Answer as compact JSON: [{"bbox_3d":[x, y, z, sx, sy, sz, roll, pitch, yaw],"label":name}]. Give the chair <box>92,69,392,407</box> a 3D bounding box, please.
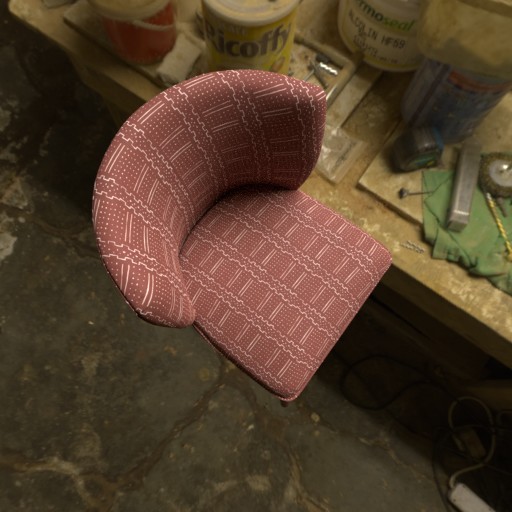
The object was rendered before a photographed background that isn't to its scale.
[{"bbox_3d":[0.000,0.000,1.398,0.758,0.866,0.706,36,77,10],"label":"chair"}]
